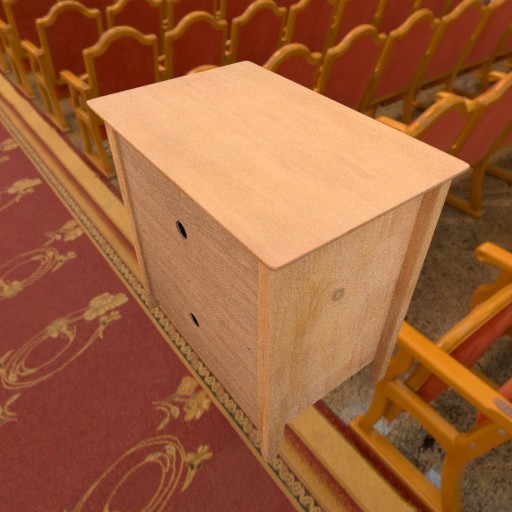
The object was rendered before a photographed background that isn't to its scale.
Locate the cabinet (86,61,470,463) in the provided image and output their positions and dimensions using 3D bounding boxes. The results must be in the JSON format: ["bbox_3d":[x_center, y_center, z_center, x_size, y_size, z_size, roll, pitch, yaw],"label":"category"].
[{"bbox_3d":[0.000,0.000,1.246,0.503,0.762,0.763,-26,48,-26],"label":"cabinet"}]
